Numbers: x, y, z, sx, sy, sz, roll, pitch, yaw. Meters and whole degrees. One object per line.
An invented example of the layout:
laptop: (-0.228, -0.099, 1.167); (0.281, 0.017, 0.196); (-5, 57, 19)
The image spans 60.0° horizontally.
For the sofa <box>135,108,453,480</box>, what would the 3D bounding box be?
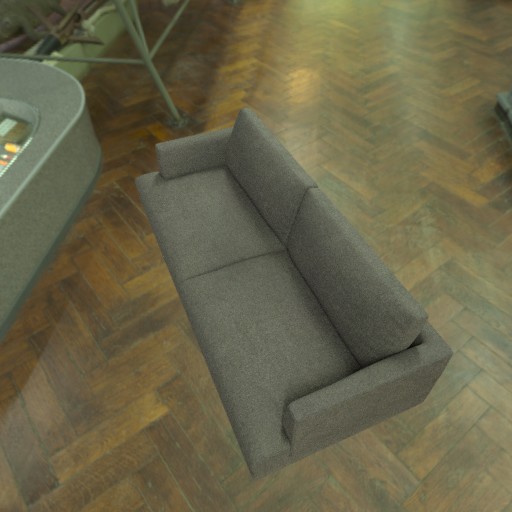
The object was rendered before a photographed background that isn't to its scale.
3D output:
sofa: (0.000, 0.000, 2.740); (1.020, 0.868, 2.250); (-18, 49, -16)
